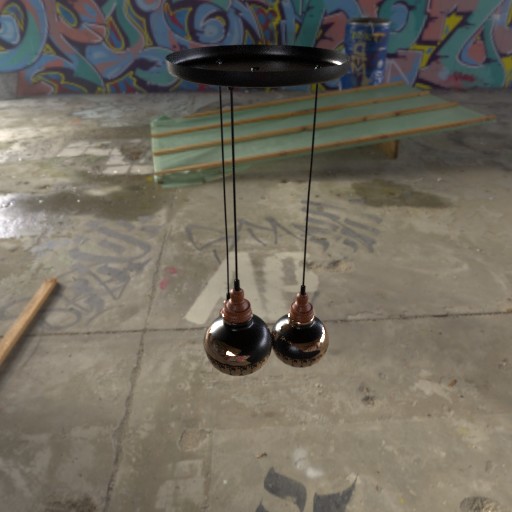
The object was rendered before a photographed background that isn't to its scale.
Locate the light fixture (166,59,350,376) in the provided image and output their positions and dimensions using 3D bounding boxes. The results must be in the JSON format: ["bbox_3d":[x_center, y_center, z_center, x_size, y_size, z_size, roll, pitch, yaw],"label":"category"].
[{"bbox_3d":[0.000,0.000,1.705,0.608,1.410,0.605,9,33,14],"label":"light fixture"}]
